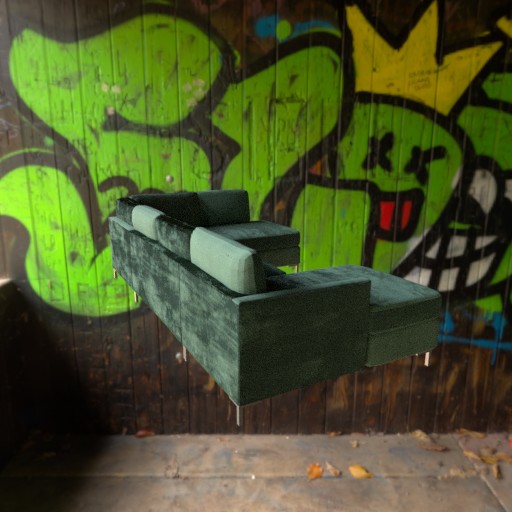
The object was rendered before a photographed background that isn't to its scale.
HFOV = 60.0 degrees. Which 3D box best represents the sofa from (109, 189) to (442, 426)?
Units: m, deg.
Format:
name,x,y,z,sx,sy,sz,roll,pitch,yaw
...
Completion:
name,x,y,z,sx,sy,sz,roll,pitch,yaw
sofa,0.000,0.000,4.221,2.055,0.992,3.434,-7,15,-28
